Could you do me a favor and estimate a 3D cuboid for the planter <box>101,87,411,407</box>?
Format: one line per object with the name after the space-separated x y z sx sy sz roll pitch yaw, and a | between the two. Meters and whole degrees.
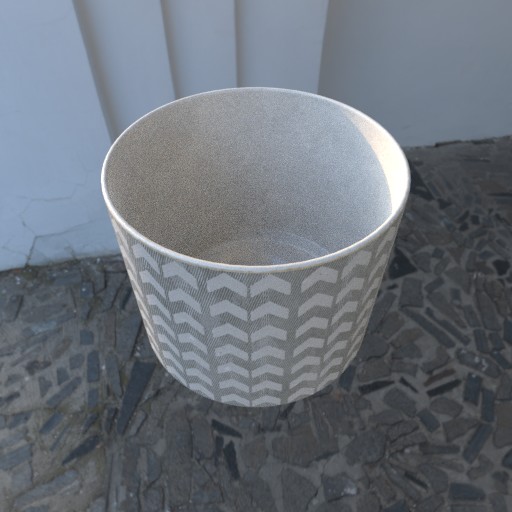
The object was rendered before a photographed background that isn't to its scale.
0.000 0.000 0.344 0.190 0.181 0.190 0 47 0 | planter
